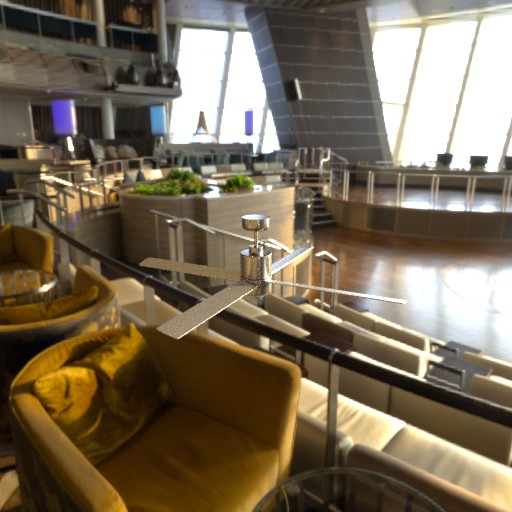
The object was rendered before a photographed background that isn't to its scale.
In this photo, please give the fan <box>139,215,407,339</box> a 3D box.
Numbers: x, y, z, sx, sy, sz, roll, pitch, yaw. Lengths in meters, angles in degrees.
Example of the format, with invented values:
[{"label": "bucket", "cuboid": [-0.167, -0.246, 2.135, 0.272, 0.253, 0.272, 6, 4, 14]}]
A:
[{"label": "fan", "cuboid": [0.000, 0.000, 2.003, 1.322, 0.355, 1.322, 8, 17, 26]}]
